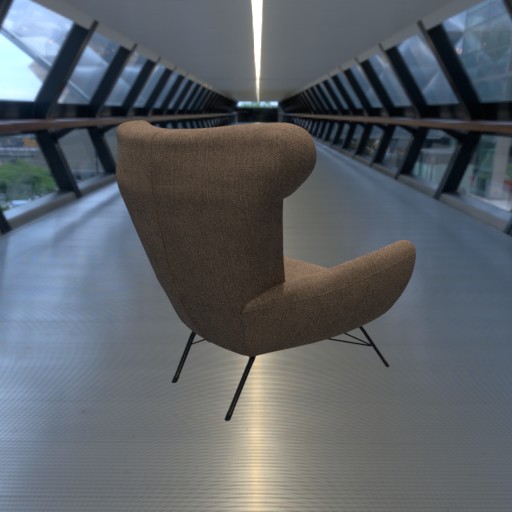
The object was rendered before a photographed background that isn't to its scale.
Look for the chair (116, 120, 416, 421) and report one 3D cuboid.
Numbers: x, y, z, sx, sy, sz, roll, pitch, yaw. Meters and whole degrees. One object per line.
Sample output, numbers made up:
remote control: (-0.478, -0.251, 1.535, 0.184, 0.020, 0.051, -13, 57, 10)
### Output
chair: (0.000, 0.000, 1.775, 0.980, 1.040, 0.900, 16, 23, 42)
